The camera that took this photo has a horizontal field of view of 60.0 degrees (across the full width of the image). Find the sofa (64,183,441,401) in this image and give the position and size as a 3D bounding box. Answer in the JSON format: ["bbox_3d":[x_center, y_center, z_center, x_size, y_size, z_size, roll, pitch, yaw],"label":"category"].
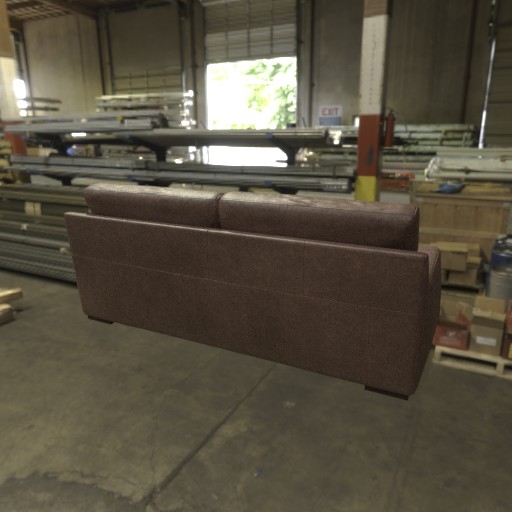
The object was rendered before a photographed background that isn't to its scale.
[{"bbox_3d":[0.000,0.000,2.892,2.261,0.941,1.143,8,18,26],"label":"sofa"}]
